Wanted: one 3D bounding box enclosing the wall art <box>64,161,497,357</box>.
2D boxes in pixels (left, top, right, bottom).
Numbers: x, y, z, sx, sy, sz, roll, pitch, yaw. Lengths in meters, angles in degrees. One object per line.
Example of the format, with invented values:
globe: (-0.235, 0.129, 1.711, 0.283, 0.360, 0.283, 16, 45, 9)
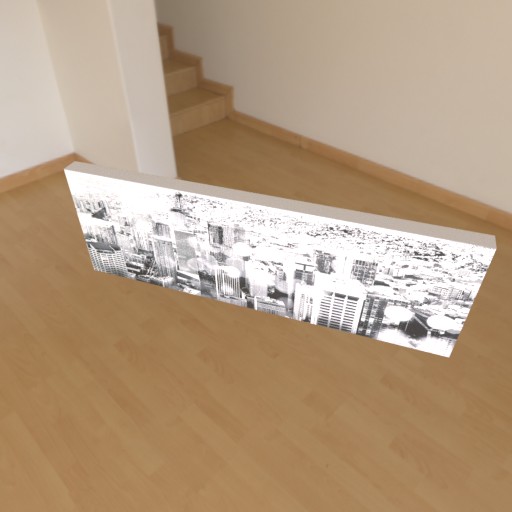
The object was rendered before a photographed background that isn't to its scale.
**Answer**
wall art: (0.000, 0.000, 0.844, 0.763, 0.255, 0.038, 12, 41, 14)
